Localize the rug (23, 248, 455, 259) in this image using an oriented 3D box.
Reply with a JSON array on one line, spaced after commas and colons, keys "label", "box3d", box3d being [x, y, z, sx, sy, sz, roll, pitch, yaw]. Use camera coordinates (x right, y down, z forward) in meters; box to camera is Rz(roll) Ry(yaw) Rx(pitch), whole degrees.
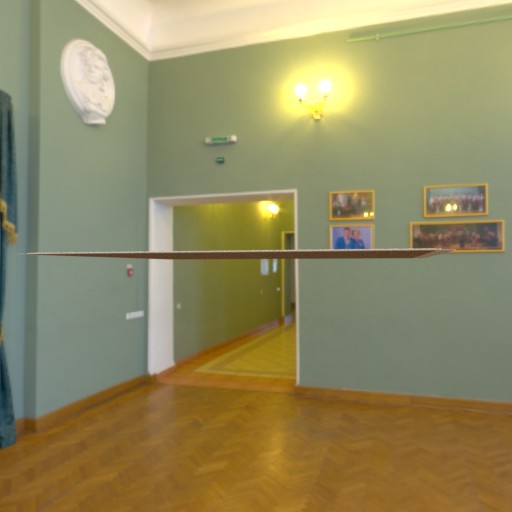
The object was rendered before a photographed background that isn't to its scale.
[{"label": "rug", "box3d": [0.000, 0.000, 4.056, 3.051, 0.013, 2.380, 0, -1, 16]}]
